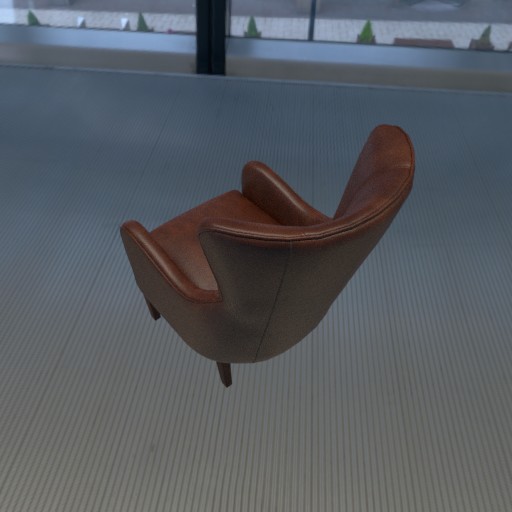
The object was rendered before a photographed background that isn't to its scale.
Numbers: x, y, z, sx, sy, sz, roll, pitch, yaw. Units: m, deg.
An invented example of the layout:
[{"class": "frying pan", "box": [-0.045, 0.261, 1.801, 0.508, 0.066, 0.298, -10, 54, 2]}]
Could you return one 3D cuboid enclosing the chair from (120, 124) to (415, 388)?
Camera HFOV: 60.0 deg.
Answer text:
[{"class": "chair", "box": [0.000, 0.000, 1.647, 0.692, 1.048, 0.914, -32, 54, -26]}]
